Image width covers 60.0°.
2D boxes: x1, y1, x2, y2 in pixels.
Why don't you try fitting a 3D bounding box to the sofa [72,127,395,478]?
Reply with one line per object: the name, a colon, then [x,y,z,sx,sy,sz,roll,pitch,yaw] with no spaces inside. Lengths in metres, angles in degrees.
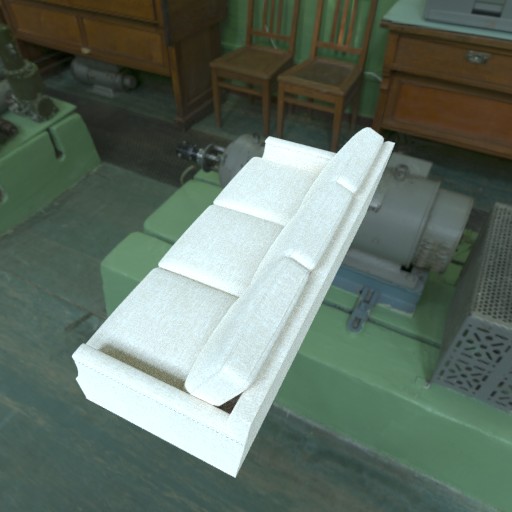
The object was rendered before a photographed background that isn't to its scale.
sofa: [0.000,0.000,2.744,1.041,0.940,2.210,19,49,18]
